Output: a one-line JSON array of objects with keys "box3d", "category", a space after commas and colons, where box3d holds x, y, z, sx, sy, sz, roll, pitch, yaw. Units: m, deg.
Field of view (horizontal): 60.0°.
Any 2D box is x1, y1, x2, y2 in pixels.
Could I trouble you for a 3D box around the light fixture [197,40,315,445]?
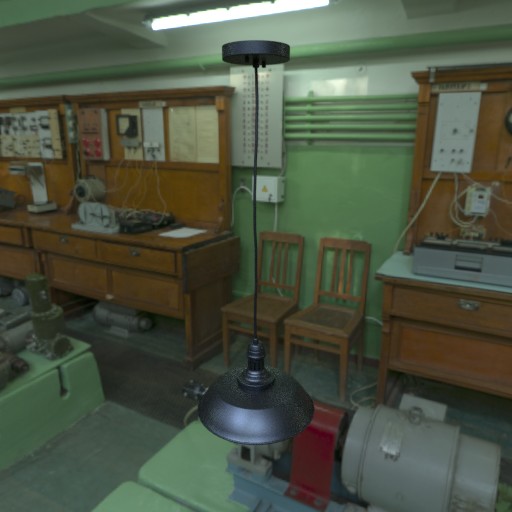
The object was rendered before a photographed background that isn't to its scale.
[{"box3d": [0.000, 0.000, 1.148, 0.331, 0.993, 0.331, 8, 17, 26], "category": "light fixture"}]
